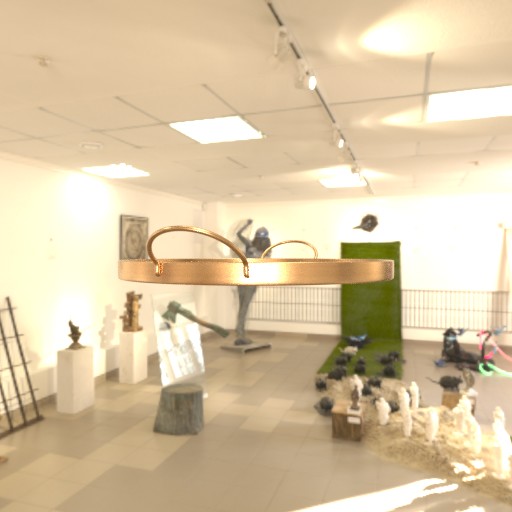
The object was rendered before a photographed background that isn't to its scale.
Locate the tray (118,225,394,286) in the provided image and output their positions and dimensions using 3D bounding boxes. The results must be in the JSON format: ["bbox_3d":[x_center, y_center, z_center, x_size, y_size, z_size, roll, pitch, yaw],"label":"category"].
[{"bbox_3d":[0.000,0.000,0.737,0.438,0.069,0.543,0,0,18],"label":"tray"}]
